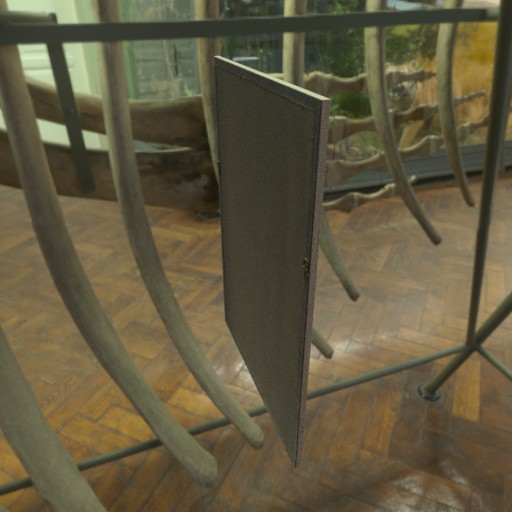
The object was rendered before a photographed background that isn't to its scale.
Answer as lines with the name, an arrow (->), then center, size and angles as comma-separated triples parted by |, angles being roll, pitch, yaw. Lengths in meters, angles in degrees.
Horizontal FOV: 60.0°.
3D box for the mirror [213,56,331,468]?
mirror -> 0.000, 0.000, 1.286 | 0.025, 0.996, 0.705 | -10, 32, -17
